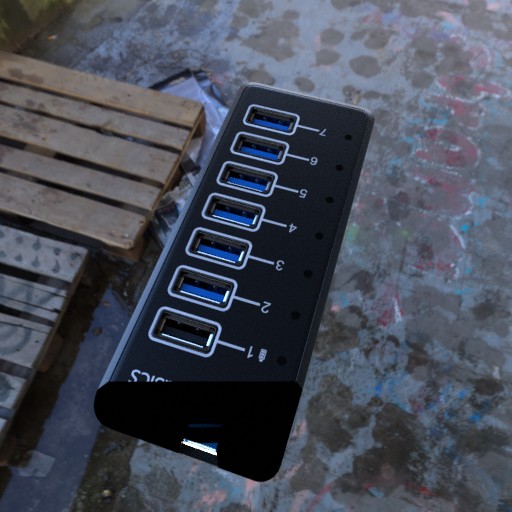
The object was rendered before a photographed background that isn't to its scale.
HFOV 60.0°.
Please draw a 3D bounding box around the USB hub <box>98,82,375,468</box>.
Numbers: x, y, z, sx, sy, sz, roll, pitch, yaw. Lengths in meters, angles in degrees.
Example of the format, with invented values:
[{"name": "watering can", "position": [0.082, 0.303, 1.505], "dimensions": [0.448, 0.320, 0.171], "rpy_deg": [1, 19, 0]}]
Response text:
[{"name": "USB hub", "position": [0.000, 0.000, 0.127], "dimensions": [0.044, 0.023, 0.110], "rpy_deg": [16, 64, 8]}]
